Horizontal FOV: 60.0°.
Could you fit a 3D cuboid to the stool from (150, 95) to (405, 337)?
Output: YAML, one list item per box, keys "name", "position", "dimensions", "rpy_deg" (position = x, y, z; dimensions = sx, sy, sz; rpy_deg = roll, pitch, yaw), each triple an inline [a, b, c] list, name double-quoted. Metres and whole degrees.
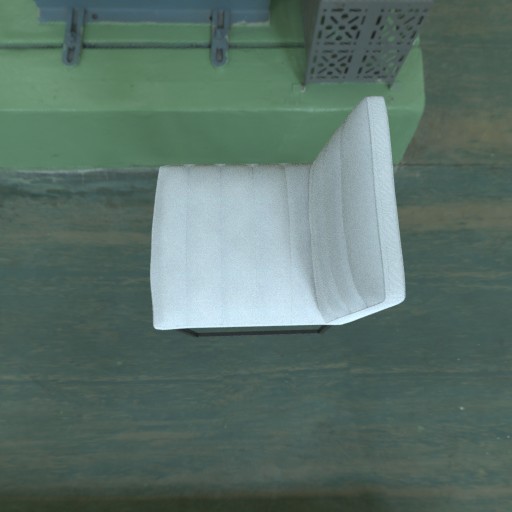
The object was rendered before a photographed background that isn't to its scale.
- name: "stool"
  position: [0.000, 0.000, 1.388]
  dimensions: [0.573, 1.061, 0.464]
  rpy_deg: [-2, 77, 0]
